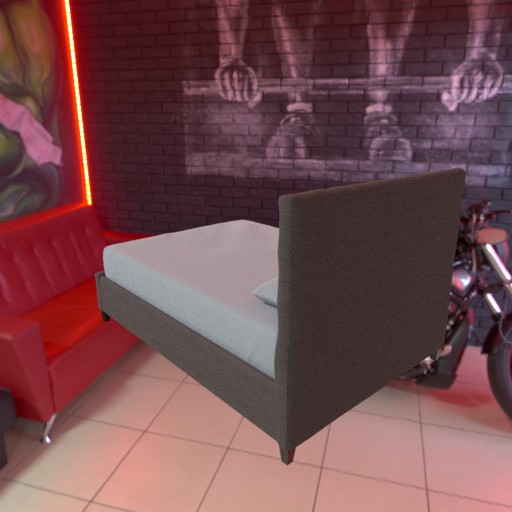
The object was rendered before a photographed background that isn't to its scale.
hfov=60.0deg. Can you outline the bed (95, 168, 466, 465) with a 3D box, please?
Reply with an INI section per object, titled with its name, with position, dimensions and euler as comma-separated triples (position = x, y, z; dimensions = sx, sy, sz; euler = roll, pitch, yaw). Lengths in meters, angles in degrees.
[bed]
position = 0.000, 0.000, 3.467
dimensions = 1.698, 1.427, 2.387
euler = -15, 23, -39
